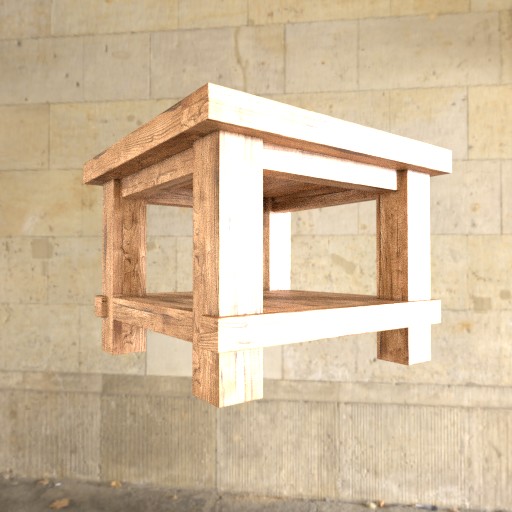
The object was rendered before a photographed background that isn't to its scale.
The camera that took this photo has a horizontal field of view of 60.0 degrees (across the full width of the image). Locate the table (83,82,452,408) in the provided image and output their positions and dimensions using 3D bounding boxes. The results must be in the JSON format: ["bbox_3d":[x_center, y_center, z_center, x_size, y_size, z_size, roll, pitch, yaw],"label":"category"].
[{"bbox_3d":[0.000,0.000,1.025,0.610,0.457,0.610,1,-1,-36],"label":"table"}]
